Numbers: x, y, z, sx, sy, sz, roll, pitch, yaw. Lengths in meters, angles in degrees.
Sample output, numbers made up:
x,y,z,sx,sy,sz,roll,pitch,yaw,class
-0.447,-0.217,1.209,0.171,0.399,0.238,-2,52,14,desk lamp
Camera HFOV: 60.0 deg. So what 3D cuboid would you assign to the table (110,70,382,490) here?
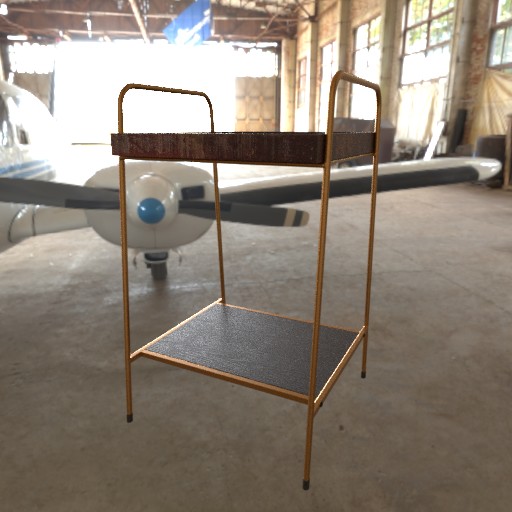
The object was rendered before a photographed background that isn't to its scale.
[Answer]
x,y,z,sx,sy,sz,roll,pitch,yaw,class
0.000,0.000,0.972,0.430,0.710,0.430,8,18,26,table
